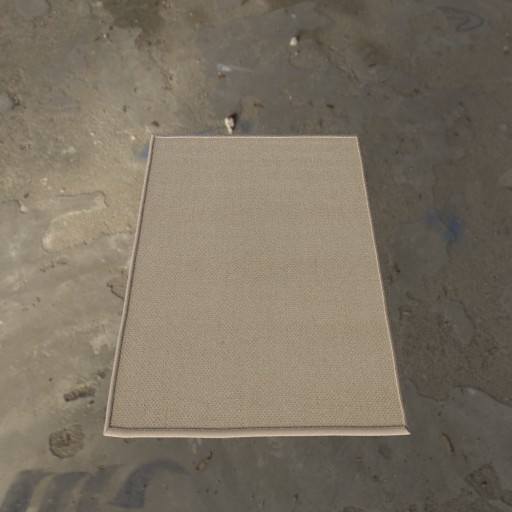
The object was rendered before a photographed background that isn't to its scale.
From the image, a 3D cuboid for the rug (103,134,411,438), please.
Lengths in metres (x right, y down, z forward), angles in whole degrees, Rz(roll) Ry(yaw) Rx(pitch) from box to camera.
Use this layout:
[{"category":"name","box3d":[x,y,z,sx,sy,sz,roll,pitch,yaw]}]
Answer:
[{"category":"rug","box3d":[0.000,0.000,2.715,1.525,0.020,2.081,0,59,0]}]
